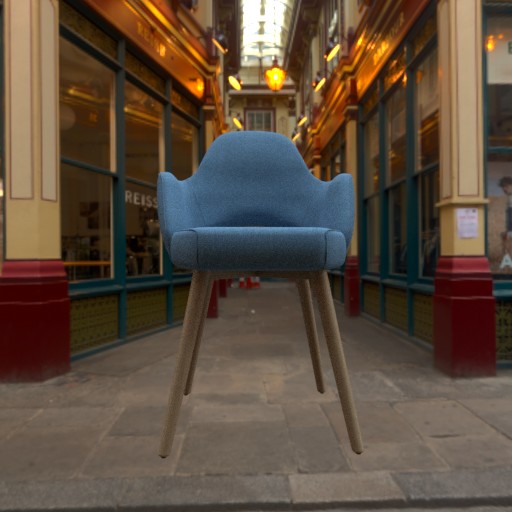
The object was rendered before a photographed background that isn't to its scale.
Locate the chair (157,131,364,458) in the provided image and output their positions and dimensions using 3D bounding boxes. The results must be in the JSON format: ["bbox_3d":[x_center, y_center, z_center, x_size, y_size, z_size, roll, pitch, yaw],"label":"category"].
[{"bbox_3d":[0.000,0.000,1.344,0.589,0.920,0.666,0,0,-2],"label":"chair"}]
